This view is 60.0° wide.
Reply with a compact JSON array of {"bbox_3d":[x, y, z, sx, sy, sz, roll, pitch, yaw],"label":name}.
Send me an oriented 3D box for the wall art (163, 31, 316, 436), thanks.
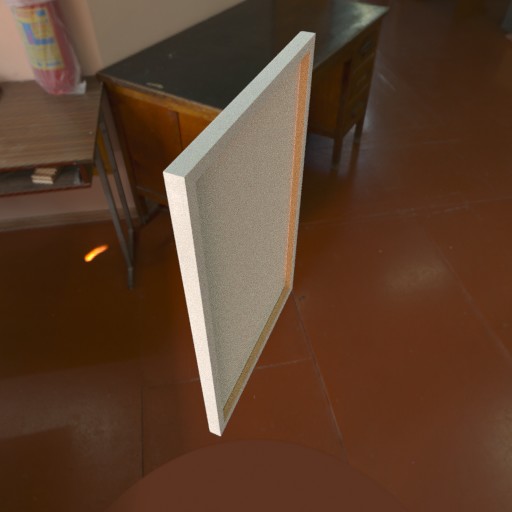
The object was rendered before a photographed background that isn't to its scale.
[{"bbox_3d":[0.000,0.000,1.158,0.038,0.912,0.607,17,48,16],"label":"wall art"}]
